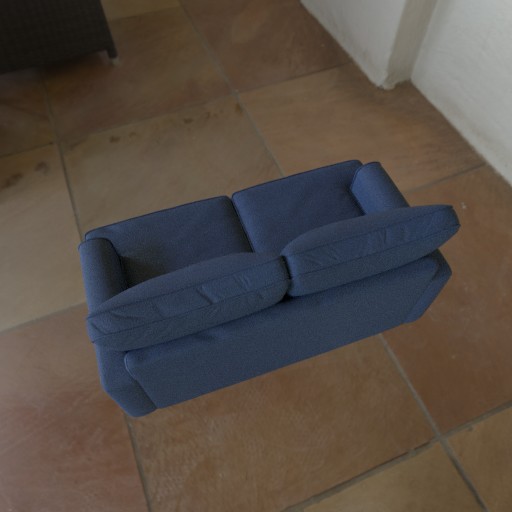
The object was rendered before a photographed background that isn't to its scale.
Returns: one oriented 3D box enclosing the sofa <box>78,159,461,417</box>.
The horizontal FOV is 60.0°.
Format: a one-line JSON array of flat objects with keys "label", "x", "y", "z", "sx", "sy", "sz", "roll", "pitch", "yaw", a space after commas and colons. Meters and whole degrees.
[{"label": "sofa", "x": 0.000, "y": 0.000, "z": 2.235, "sx": 1.651, "sy": 0.965, "sz": 0.965, "roll": -17, "pitch": 59, "yaw": -10}]
